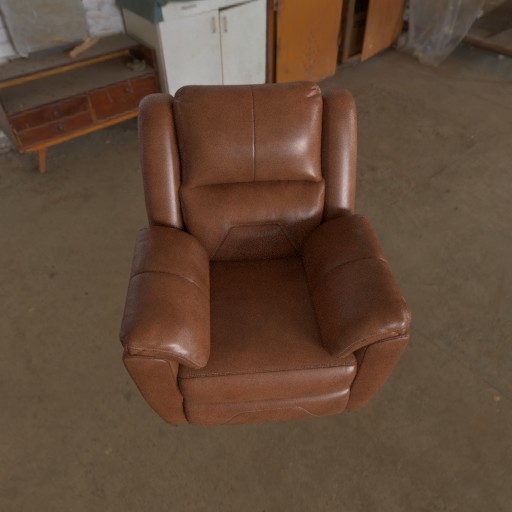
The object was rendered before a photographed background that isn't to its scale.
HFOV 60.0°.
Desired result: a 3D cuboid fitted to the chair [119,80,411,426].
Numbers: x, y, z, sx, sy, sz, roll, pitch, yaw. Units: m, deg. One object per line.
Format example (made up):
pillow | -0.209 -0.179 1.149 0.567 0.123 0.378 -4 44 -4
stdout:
chair | 0.000 0.000 1.830 0.990 1.093 1.041 -4 46 -3
